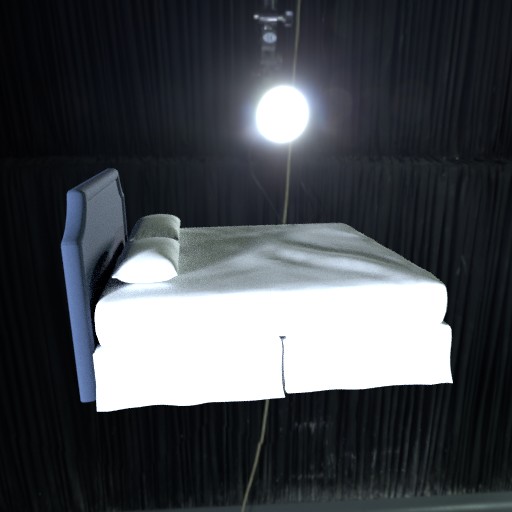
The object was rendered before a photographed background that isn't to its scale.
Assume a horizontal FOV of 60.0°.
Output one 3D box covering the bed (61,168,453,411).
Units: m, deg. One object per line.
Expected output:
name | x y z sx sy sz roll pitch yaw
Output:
bed | 0.000 0.000 4.082 2.773 1.488 2.350 -3 17 -9
